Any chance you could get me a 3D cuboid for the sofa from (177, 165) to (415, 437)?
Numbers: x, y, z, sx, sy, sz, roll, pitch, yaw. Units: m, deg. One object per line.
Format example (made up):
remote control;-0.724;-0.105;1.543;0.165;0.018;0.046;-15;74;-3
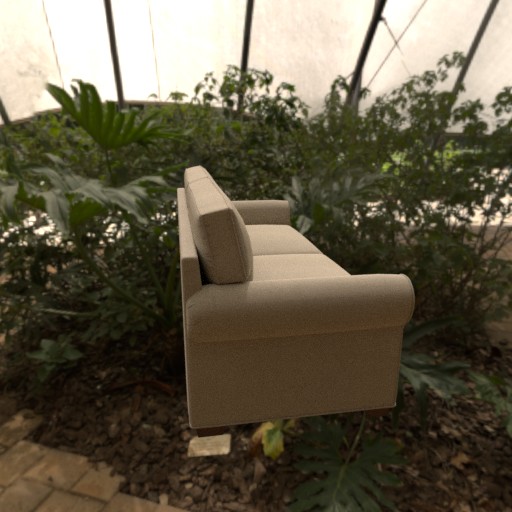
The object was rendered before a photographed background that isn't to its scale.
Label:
sofa;0.000;0.000;2.676;0.901;0.962;2.146;-3;16;-10
